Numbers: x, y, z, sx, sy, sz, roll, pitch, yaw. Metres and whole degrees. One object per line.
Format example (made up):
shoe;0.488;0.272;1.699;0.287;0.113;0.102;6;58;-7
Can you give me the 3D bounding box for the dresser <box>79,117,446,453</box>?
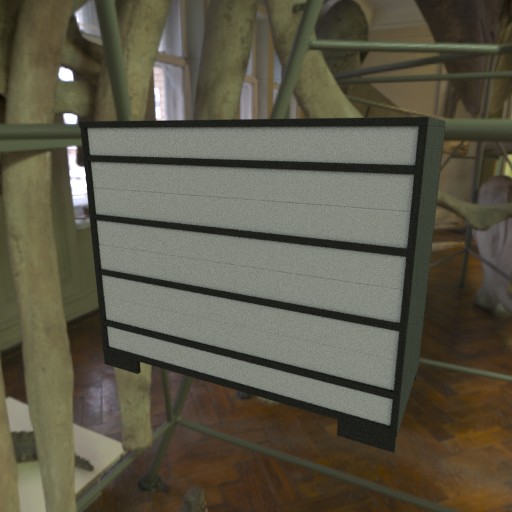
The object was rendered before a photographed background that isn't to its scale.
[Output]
dresser;0.000;0.000;1.401;0.994;0.816;0.404;8;17;26
